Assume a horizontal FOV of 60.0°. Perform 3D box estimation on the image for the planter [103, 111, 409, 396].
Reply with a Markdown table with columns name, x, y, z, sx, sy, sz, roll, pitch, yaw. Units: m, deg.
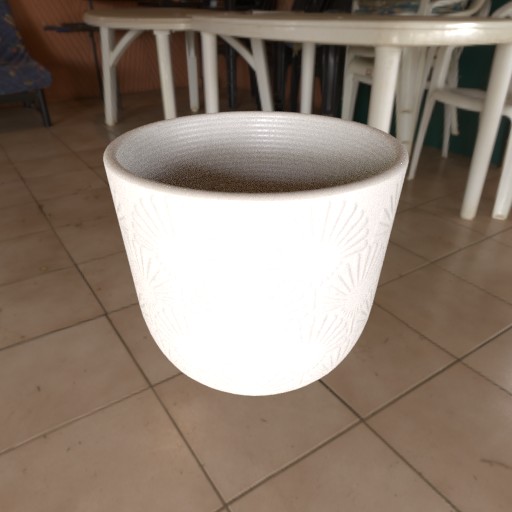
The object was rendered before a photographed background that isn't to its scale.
| name | x | y | z | sx | sy | sz | roll | pitch | yaw |
| --- | --- | --- | --- | --- | --- | --- | --- | --- | --- |
| planter | 0.000 | 0.000 | 0.293 | 0.170 | 0.152 | 0.170 | 0 | 30 | 0 |
